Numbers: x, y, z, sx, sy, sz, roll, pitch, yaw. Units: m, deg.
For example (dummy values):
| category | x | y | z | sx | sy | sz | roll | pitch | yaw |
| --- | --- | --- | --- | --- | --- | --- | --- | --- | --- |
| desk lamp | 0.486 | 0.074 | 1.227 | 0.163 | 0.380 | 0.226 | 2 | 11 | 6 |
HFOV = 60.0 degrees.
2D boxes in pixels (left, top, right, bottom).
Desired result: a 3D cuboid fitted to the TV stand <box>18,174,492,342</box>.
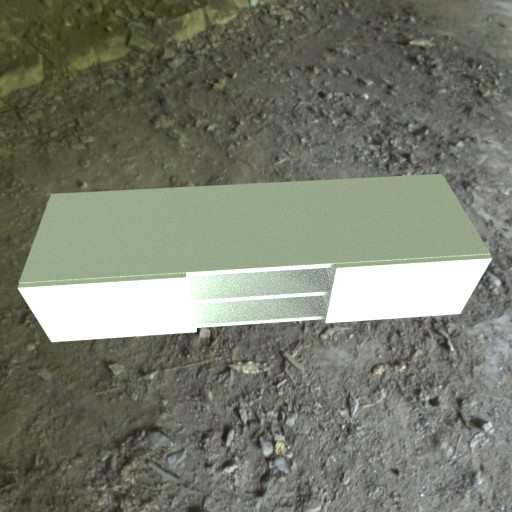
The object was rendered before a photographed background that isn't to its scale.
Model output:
| category | x | y | z | sx | sy | sz | roll | pitch | yaw |
| --- | --- | --- | --- | --- | --- | --- | --- | --- | --- |
| TV stand | 0.000 | 0.000 | 1.555 | 1.400 | 0.310 | 0.420 | -3 | 47 | -3 |
